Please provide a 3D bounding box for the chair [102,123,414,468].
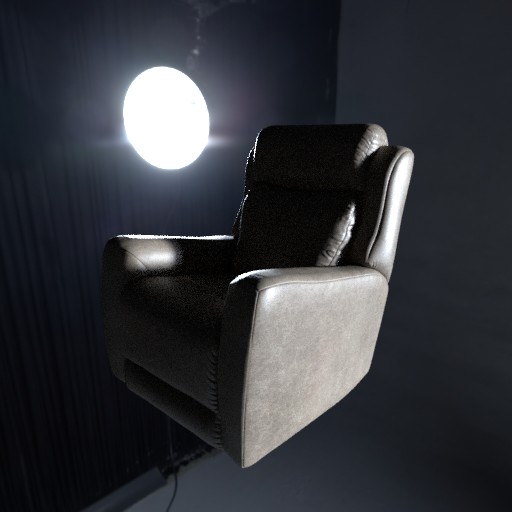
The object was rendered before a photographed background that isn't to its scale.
[{"bbox_3d":[0.000,0.000,1.938,0.967,1.116,1.068,15,21,43],"label":"chair"}]
